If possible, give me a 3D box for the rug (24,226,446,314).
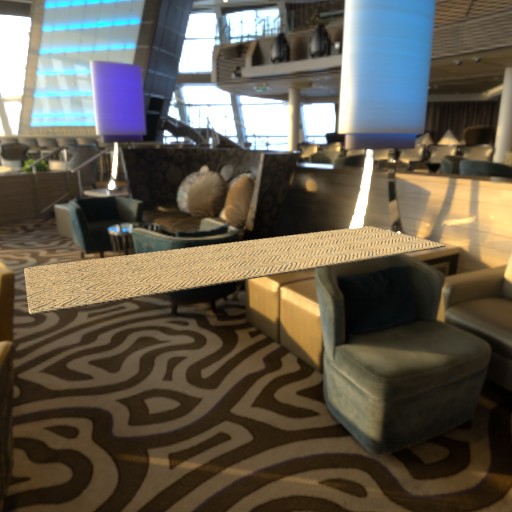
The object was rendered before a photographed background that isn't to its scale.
[{"bbox_3d":[0.000,0.000,2.466,2.286,0.008,0.686,-8,17,-27],"label":"rug"}]
